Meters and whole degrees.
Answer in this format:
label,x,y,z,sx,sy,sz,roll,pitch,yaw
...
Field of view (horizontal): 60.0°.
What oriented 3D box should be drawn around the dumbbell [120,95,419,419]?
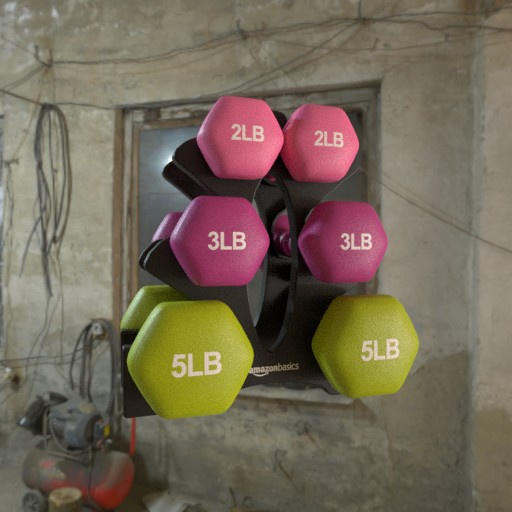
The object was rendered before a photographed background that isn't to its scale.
label,x,y,z,sx,sy,sz,roll,pitch,yaw
dumbbell,0.000,0.000,0.440,0.257,0.261,0.203,0,1,-18
